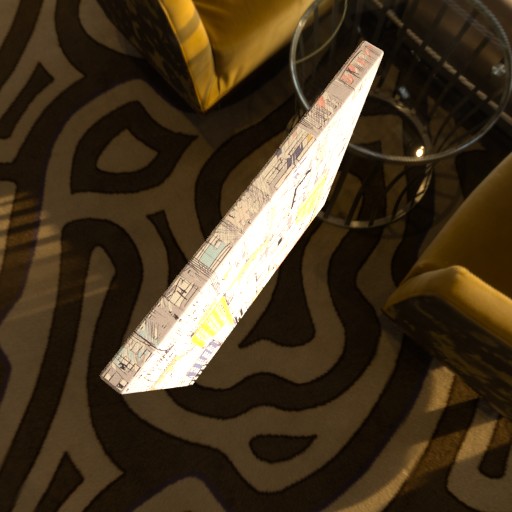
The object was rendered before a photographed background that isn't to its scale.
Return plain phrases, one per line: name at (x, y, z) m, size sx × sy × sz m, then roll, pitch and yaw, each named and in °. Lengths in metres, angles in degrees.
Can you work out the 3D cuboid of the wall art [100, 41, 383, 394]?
wall art at (0.000, 0.000, 0.894) m, size 0.038 × 0.608 × 0.607 m, roll 35°, pitch 78°, yaw 9°
